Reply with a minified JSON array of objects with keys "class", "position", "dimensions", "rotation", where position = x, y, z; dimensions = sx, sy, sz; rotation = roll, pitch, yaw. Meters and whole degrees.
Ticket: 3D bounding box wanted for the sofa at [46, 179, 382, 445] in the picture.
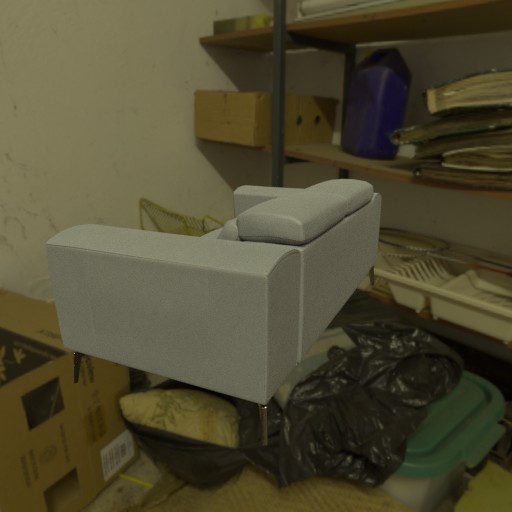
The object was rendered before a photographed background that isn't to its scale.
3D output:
[{"class":"sofa","position":[0.000,0.000,2.432],"dimensions":[1.003,0.779,1.895],"rotation":[8,18,25]}]
